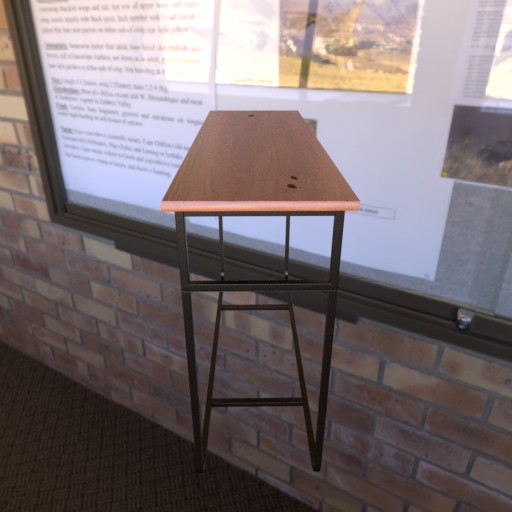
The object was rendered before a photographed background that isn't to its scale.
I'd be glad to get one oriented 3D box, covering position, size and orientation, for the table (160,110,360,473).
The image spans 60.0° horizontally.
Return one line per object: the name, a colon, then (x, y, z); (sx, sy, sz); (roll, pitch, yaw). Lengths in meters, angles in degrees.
table: (0.000, 0.000, 1.433); (0.350, 0.750, 1.100); (0, 26, -1)
